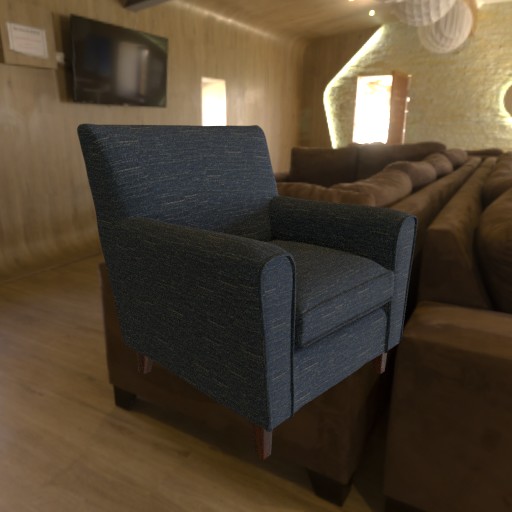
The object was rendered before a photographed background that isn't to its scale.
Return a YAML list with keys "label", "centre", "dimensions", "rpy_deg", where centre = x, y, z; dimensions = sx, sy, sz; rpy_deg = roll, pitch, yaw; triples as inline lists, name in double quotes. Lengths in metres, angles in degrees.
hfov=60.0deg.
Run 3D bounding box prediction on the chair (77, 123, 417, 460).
- label: "chair"
  centre: [0.000, 0.000, 1.621]
  dimensions: [0.873, 0.928, 0.864]
  rpy_deg: [15, 22, 43]
